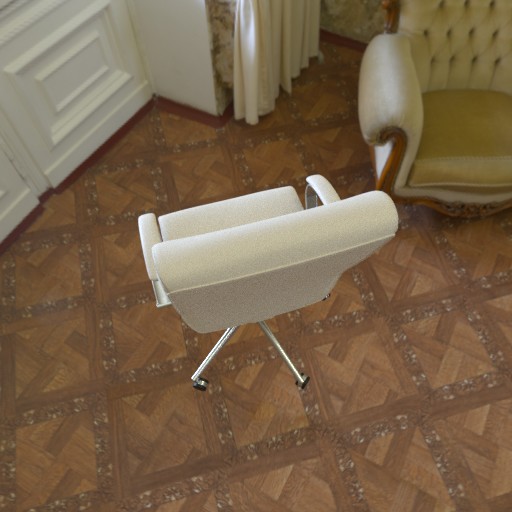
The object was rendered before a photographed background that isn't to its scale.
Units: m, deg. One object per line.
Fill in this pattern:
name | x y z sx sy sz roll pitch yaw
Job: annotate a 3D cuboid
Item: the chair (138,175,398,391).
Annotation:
chair | 0.000 0.000 1.574 0.727 1.099 0.745 -14 59 -9
